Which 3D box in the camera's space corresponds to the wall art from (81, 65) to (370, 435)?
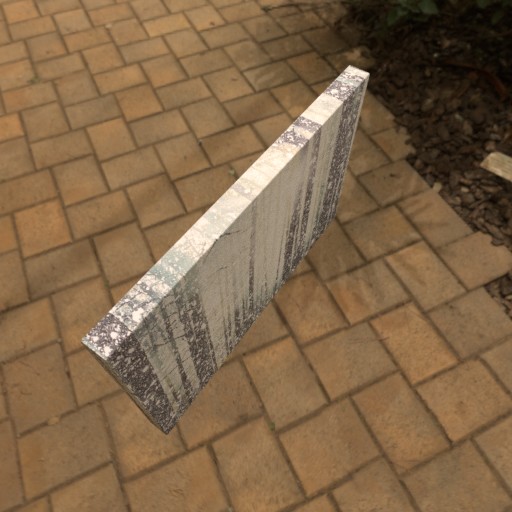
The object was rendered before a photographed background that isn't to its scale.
[{"bbox_3d":[0.000,0.000,0.788,0.042,0.398,0.618,31,62,18],"label":"wall art"}]
